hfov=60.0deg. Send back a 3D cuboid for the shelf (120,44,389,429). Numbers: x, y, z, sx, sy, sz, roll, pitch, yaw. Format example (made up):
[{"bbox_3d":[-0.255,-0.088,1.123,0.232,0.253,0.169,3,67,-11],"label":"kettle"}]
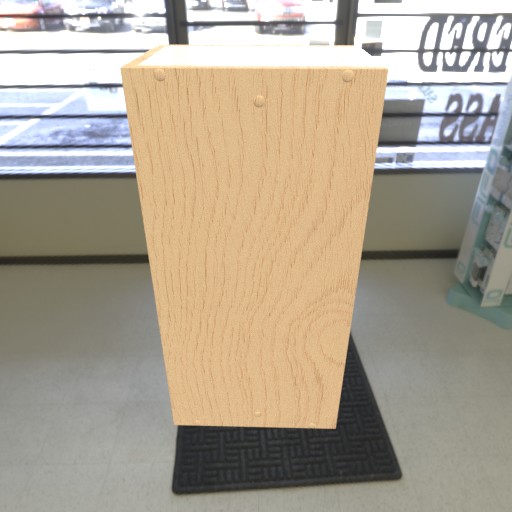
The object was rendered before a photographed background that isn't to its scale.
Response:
[{"bbox_3d":[0.000,0.000,0.720,0.290,0.600,0.200,1,32,1],"label":"shelf"}]
